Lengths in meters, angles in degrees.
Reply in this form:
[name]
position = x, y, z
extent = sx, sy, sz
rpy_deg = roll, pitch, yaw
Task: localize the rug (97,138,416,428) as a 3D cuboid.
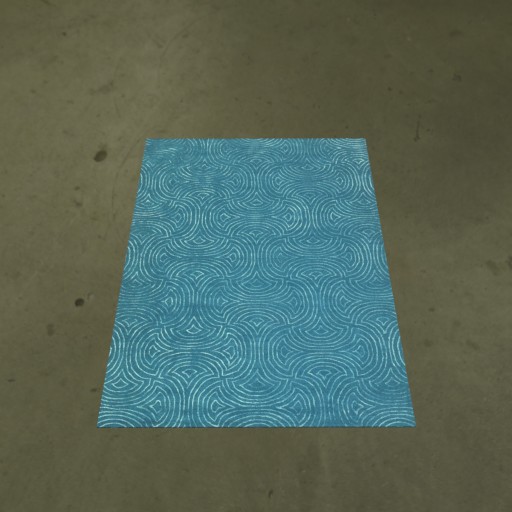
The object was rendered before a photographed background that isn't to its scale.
[rug]
position = 0.000, 0.000, 4.146
extent = 2.432, 0.012, 3.033
rpy_deg = 0, 59, 0
